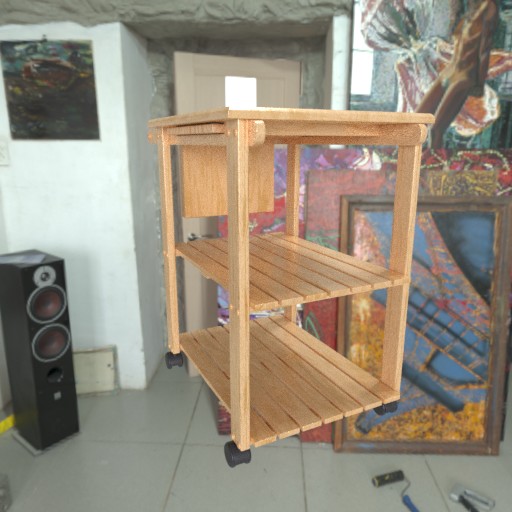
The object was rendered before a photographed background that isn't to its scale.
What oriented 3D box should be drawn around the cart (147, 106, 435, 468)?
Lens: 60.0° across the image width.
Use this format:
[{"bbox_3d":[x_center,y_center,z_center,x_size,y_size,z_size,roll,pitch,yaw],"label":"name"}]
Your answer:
[{"bbox_3d":[0.000,0.000,1.360,0.520,0.816,0.843,-7,16,-26],"label":"cart"}]
